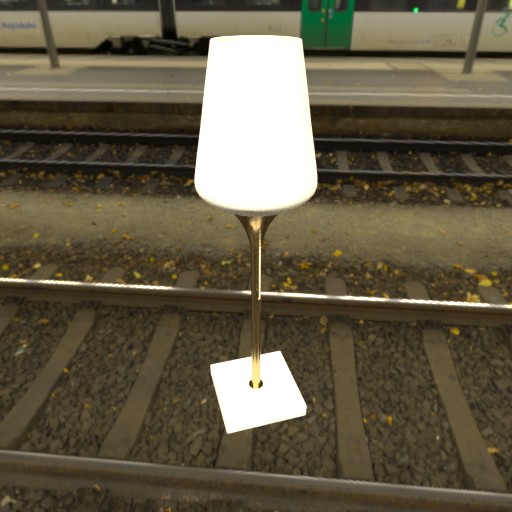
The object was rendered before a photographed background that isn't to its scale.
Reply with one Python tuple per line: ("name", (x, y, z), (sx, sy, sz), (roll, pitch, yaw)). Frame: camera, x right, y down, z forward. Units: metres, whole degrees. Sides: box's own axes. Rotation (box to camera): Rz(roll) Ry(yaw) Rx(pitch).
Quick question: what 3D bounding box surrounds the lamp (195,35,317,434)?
("lamp", (0.000, 0.000, 0.724), (0.181, 0.639, 0.181), (-8, 31, -14))
